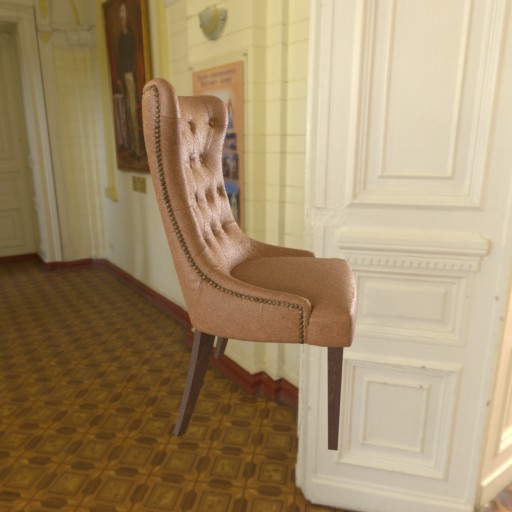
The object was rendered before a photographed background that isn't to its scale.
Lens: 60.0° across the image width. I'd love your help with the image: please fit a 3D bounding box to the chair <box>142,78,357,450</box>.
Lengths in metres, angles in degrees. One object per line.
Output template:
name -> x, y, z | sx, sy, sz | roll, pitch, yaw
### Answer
chair -> 0.000, 0.000, 1.487 | 0.669, 1.065, 0.611 | 2, 15, 9
